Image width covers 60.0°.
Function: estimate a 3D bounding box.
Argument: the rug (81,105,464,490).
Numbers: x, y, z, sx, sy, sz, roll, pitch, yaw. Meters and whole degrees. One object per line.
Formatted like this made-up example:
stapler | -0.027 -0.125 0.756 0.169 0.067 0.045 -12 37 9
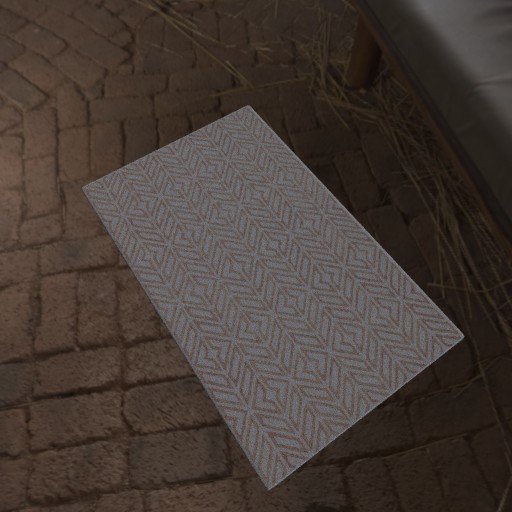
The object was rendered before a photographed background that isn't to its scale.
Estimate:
rug | 0.000 0.000 3.059 1.523 0.008 2.438 -31 67 -15
